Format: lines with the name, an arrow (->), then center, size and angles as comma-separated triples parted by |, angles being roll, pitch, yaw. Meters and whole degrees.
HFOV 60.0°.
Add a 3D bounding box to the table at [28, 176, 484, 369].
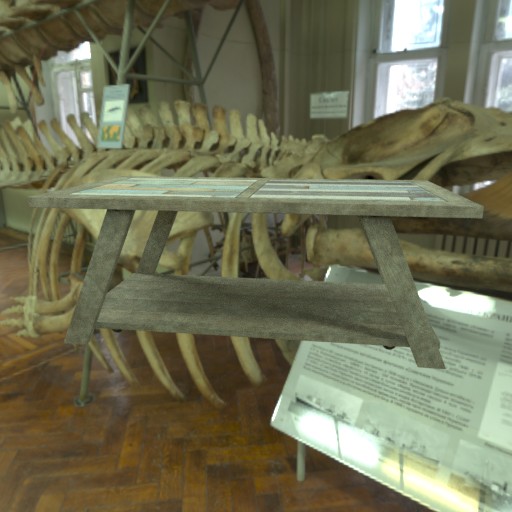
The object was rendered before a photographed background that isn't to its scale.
table -> 0.000, 0.000, 1.527 | 1.219, 0.470, 0.610 | 2, 16, 8
